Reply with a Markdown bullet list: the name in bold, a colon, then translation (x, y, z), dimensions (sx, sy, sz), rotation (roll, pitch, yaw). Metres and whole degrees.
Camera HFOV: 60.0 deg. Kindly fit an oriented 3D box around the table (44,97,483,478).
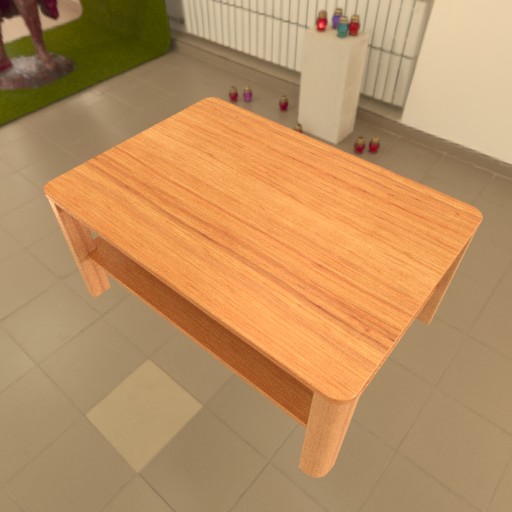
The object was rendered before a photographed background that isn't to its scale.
- **table**: translation (0.000, 0.000, 1.355), dimensions (0.997, 0.445, 0.696), rotation (31, 54, 26)
